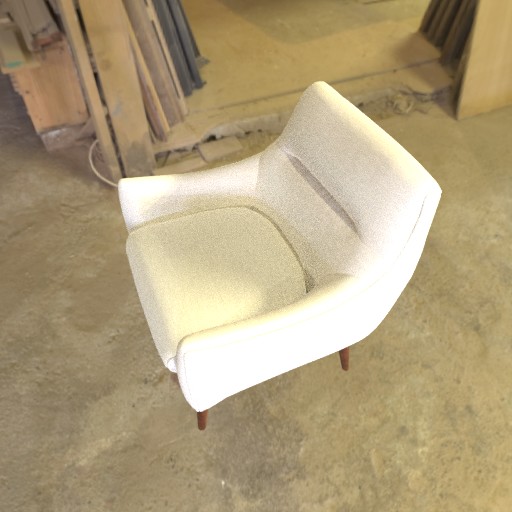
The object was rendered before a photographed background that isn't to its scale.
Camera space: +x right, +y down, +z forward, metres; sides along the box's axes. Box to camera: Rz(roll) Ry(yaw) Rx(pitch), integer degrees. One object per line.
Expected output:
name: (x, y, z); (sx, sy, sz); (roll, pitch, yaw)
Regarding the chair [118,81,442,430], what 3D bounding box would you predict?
chair: (0.000, 0.000, 1.465); (0.787, 0.838, 0.762); (-17, 49, -16)
